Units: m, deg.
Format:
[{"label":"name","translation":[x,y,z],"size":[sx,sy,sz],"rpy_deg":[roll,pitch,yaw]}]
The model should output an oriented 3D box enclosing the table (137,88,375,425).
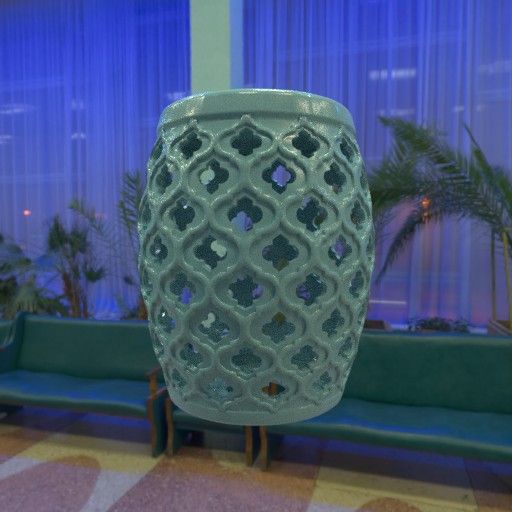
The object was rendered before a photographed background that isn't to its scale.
[{"label":"table","translation":[0.000,0.000,0.628],"size":[0.325,0.388,0.325],"rpy_deg":[0,3,0]}]
